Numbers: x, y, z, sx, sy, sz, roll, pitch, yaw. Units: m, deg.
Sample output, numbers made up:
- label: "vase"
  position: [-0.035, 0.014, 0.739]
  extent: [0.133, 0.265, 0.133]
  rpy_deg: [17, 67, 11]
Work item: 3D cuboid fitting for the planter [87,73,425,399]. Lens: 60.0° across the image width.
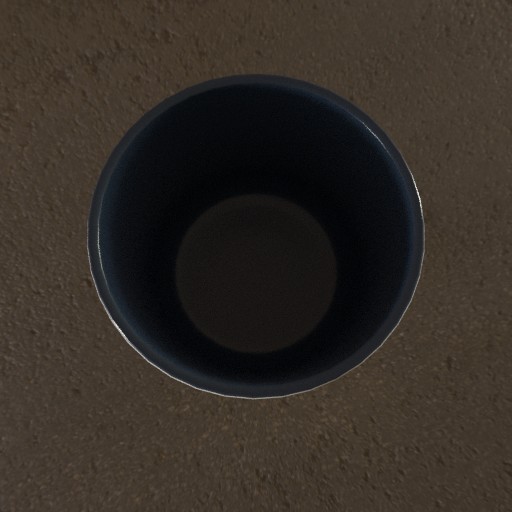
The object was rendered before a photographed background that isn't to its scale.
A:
- label: "planter"
  position: [0.000, 0.000, 0.276]
  extent: [0.159, 0.144, 0.159]
  rpy_deg: [0, 77, 0]
